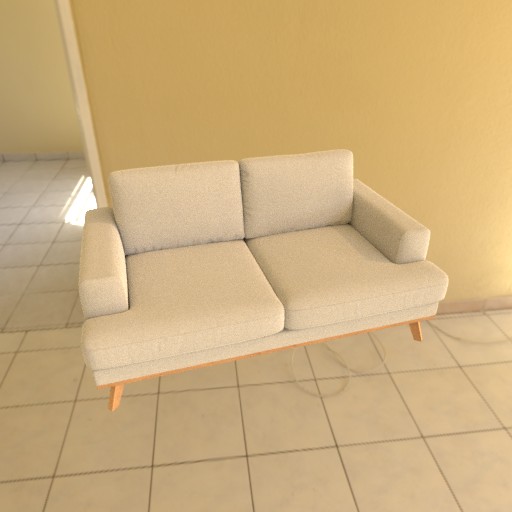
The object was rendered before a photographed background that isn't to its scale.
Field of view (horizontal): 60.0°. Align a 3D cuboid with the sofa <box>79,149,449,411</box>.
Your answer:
[{"bbox_3d":[0.000,0.000,2.221,1.651,0.810,0.915,-9,31,-14],"label":"sofa"}]
